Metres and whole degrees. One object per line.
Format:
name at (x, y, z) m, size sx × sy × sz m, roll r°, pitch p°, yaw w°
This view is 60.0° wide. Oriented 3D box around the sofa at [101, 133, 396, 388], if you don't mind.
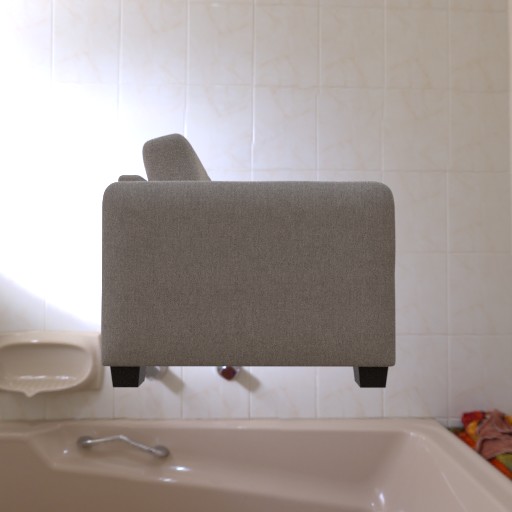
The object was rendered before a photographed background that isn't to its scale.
sofa at (0.000, 0.000, 2.032) m, size 0.900 × 0.800 × 1.540 m, roll 0°, pitch -1°, yaw 0°
